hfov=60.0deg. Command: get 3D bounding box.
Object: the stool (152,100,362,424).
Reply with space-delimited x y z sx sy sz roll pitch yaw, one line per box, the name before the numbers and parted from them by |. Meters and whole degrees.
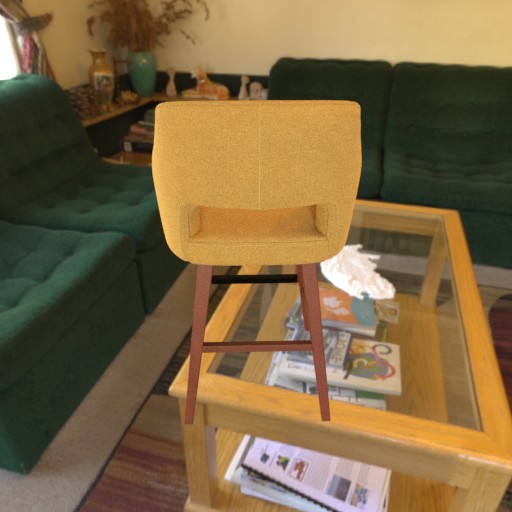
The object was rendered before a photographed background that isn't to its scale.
stool | 0.000 0.000 1.357 0.548 1.012 0.558 -1 30 -1
